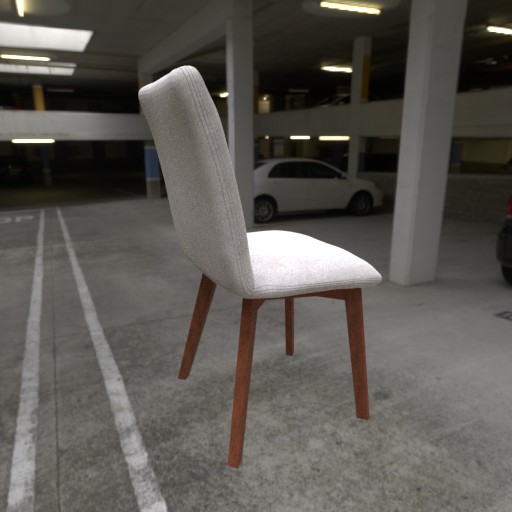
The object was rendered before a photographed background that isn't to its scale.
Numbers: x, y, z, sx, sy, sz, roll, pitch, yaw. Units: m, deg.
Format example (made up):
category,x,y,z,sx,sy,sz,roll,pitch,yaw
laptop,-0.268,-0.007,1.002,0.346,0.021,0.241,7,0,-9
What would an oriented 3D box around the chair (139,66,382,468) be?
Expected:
category,x,y,z,sx,sy,sz,roll,pitch,yaw
chair,0.000,0.000,1.317,0.563,0.974,0.522,-7,17,-24
